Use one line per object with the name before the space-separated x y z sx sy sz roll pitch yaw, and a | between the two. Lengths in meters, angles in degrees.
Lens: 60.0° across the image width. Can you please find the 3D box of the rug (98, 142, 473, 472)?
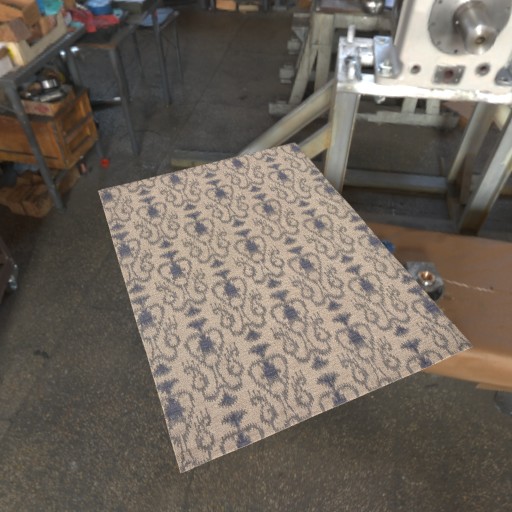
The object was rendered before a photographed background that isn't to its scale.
rug | 0.000 0.000 4.233 2.437 0.015 3.205 -17 49 -16
